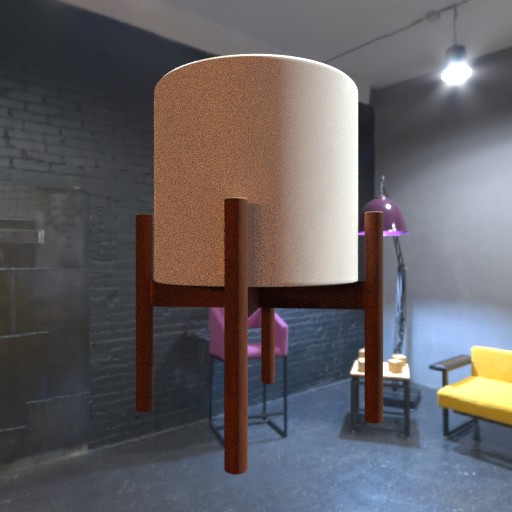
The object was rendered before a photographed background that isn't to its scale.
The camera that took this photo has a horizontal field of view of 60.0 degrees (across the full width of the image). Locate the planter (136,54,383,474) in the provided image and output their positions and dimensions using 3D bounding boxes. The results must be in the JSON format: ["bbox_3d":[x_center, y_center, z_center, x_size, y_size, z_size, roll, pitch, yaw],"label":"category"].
[{"bbox_3d":[0.000,0.000,0.500,0.224,0.358,0.224,0,0,-37],"label":"planter"}]
